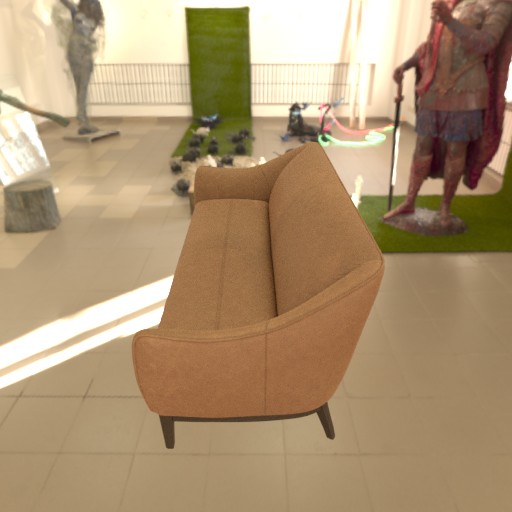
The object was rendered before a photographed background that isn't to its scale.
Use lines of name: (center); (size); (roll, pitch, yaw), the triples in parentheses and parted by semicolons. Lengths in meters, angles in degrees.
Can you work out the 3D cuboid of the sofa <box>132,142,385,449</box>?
sofa: (0.000, 0.000, 2.367); (0.869, 0.830, 1.928); (0, 28, 0)
